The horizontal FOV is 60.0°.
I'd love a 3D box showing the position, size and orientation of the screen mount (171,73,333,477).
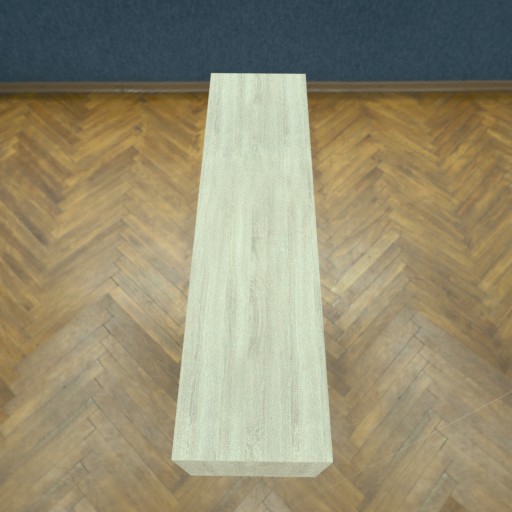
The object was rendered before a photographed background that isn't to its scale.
[{"bbox_3d":[0.000,0.000,1.704,0.400,0.510,1.500,1,59,0],"label":"screen mount"}]
